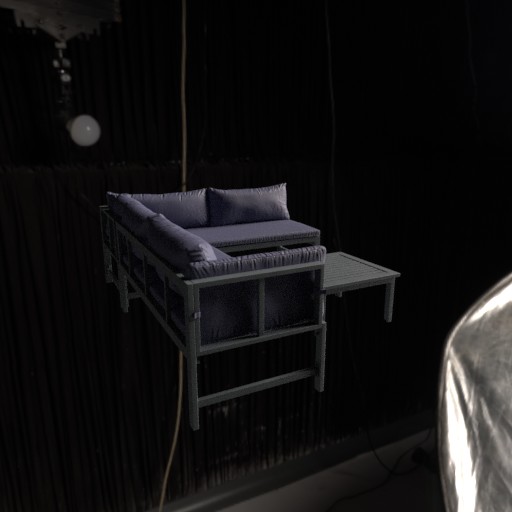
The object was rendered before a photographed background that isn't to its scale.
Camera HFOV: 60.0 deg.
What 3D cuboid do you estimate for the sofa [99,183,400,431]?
[{"bbox_3d":[0.000,0.000,2.977,1.658,0.762,2.149,-8,17,-26],"label":"sofa"}]
